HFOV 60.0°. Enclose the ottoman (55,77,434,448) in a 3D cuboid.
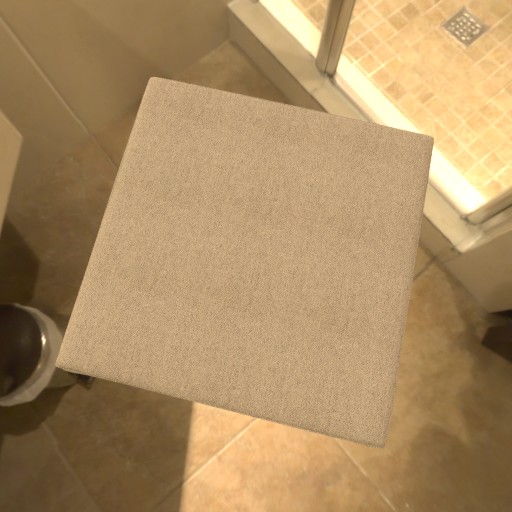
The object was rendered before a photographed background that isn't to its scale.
[{"bbox_3d":[0.000,0.000,1.495,0.973,0.381,0.982,13,77,3],"label":"ottoman"}]
